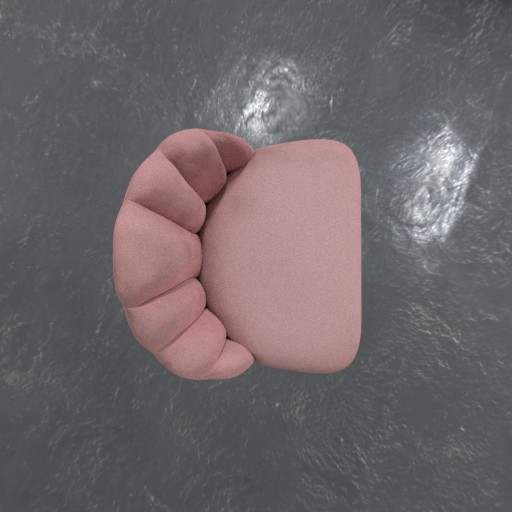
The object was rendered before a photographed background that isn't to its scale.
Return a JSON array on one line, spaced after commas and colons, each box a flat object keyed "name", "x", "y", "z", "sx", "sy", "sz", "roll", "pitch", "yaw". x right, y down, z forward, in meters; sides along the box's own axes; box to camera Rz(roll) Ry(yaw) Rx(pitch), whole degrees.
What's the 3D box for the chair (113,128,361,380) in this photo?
[{"name": "chair", "x": 0.000, "y": 0.000, "z": 1.285, "sx": 0.599, "sy": 0.819, "sz": 0.657, "roll": 0, "pitch": 90, "yaw": -2}]
